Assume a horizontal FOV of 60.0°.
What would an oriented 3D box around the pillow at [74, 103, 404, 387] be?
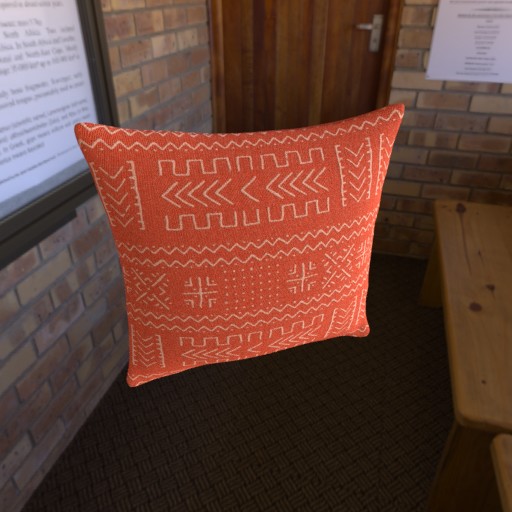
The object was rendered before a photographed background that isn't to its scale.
[{"bbox_3d":[0.000,0.000,0.668,0.438,0.429,0.164,-9,32,-14],"label":"pillow"}]
